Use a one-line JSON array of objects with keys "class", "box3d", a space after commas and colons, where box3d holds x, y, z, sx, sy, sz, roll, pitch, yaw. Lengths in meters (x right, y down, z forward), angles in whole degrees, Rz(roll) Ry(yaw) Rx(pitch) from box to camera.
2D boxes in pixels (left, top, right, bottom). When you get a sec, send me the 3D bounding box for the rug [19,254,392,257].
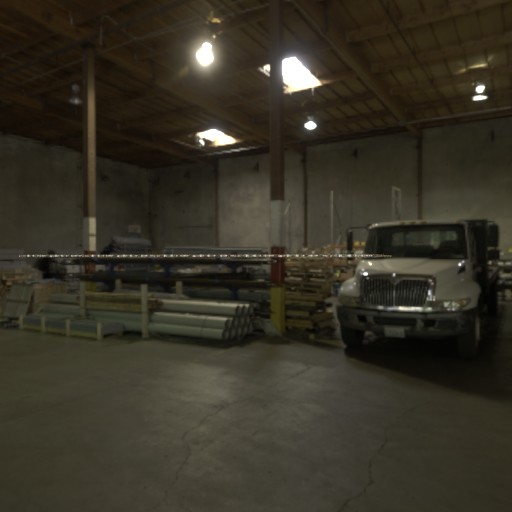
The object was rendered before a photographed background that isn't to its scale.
[{"class": "rug", "box3d": [0.000, 0.000, 4.276, 2.431, 0.017, 3.291, 0, 0, 18]}]
